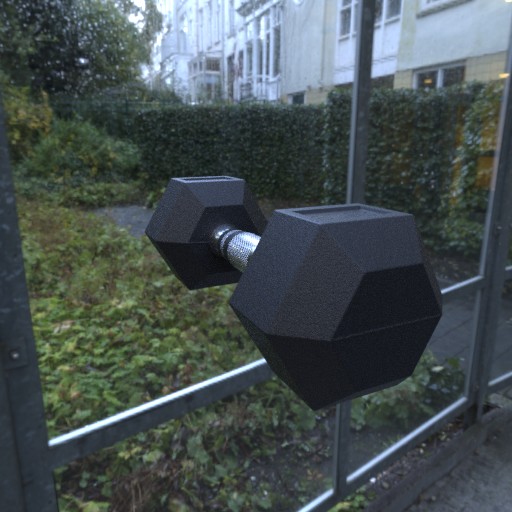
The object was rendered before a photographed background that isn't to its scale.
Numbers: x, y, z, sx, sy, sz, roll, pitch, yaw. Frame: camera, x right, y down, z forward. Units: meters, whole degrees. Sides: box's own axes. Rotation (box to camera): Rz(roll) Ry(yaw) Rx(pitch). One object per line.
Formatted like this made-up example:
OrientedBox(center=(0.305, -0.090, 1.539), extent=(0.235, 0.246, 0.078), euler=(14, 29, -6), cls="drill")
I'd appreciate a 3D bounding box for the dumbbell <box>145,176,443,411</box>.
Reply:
OrientedBox(center=(0.000, 0.000, 0.315), extent=(0.106, 0.092, 0.272), euler=(-7, 17, -25), cls="dumbbell")
